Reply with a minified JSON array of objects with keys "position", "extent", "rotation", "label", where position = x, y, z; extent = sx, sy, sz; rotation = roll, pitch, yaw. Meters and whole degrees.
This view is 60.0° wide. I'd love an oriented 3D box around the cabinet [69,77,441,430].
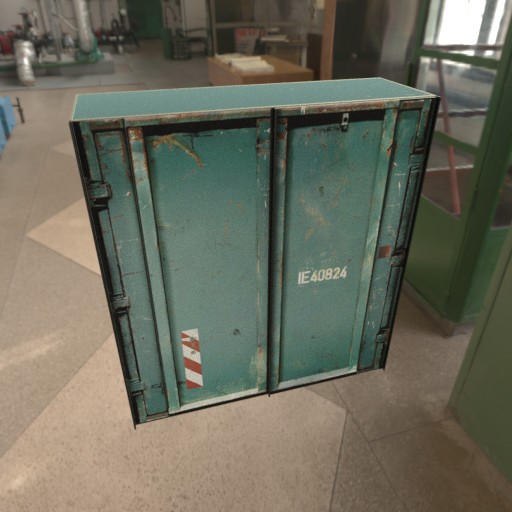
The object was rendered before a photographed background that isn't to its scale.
[{"position":[0.000,0.000,3.114],"extent":[2.000,2.160,0.680],"rotation":[-9,32,-14],"label":"cabinet"}]
